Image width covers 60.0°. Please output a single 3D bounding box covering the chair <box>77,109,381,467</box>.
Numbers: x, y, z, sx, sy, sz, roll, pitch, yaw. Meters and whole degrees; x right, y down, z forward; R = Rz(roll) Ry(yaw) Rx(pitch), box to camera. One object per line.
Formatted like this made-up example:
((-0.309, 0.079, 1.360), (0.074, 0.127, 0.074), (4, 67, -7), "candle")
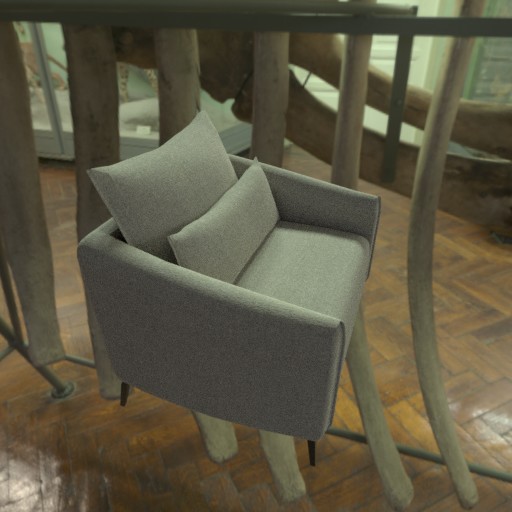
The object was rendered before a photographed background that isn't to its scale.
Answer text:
((0.000, 0.000, 1.647), (0.801, 0.856, 1.029), (10, 32, 17), "chair")
